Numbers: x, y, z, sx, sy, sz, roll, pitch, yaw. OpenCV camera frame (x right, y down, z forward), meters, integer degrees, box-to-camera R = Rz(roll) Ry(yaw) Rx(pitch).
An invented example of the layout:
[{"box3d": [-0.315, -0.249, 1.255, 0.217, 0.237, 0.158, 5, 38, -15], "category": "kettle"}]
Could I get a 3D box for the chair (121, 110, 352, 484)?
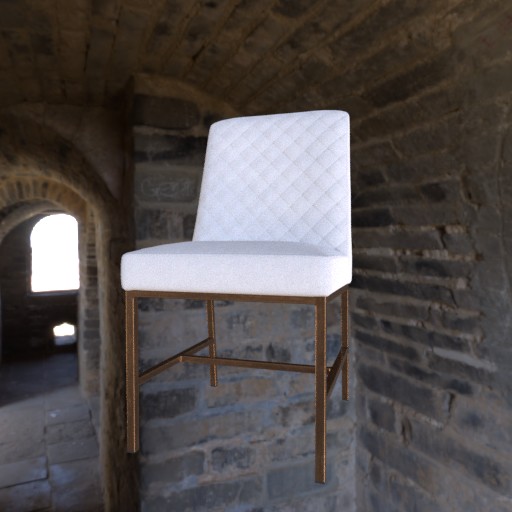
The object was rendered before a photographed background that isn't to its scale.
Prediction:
[{"box3d": [0.000, 0.000, 1.251, 0.503, 0.933, 0.597, 1, 2, 17], "category": "chair"}]
